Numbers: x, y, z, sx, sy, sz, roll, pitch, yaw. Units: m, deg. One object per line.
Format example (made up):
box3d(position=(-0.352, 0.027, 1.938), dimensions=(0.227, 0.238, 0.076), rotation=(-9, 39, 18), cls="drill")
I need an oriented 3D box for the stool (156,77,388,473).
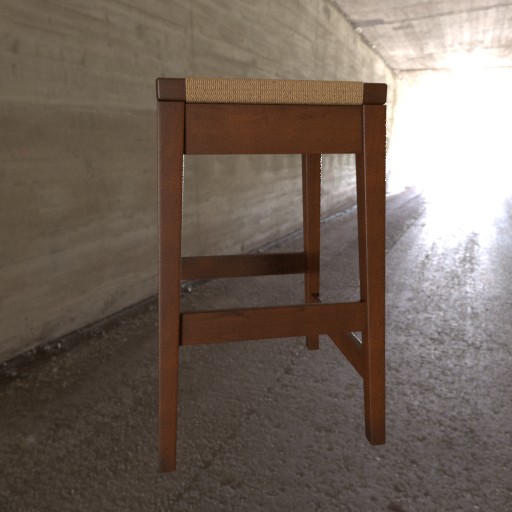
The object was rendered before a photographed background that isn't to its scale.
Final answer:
box3d(position=(0.000, 0.000, 1.091), dimensions=(0.497, 0.762, 0.507), rotation=(-3, 15, -10), cls="stool")
